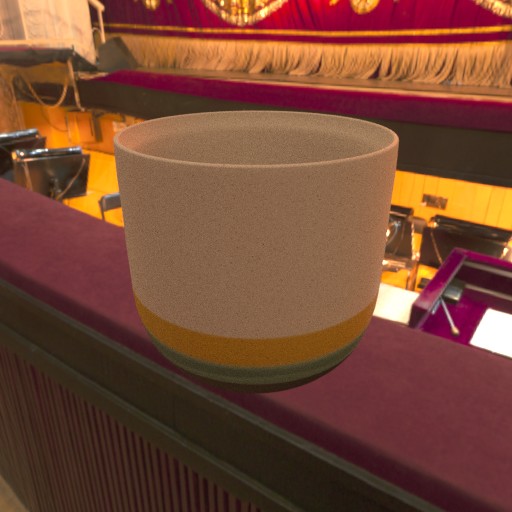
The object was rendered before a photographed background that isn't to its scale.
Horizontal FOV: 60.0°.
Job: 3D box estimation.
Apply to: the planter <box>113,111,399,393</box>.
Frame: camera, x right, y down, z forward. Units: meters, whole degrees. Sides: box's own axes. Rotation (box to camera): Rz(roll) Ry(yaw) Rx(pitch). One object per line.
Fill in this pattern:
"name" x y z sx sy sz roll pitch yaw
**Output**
"planter" 0.000 0.000 0.487 0.268 0.270 0.268 0 26 0
